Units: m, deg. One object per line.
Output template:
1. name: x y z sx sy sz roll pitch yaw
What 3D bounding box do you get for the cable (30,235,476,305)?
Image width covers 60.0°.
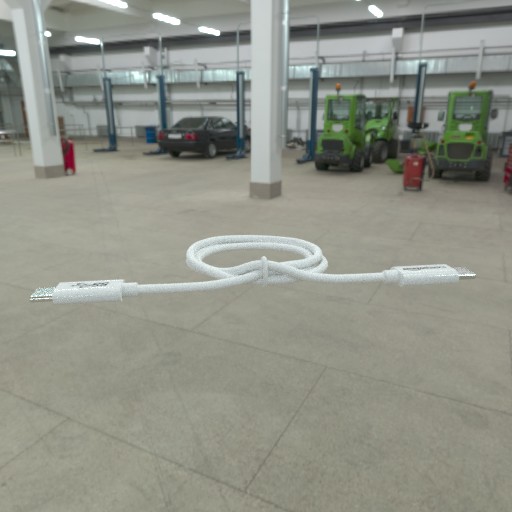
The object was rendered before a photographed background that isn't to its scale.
1. cable: 0.000 0.000 0.213 0.186 0.014 0.070 -3 18 -8
